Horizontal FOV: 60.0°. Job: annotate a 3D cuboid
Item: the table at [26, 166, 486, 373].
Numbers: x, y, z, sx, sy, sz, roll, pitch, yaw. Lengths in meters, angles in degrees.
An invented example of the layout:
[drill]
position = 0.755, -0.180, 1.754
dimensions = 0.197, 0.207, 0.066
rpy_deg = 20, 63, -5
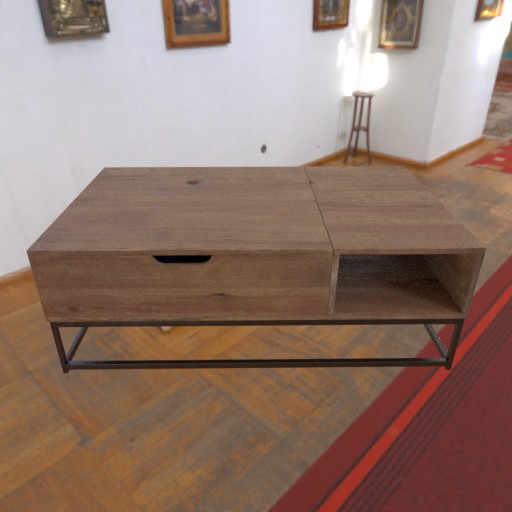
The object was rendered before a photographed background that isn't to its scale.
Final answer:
[table]
position = 0.000, 0.000, 1.440
dimensions = 1.101, 0.395, 0.655
rpy_deg = 0, 29, -1
